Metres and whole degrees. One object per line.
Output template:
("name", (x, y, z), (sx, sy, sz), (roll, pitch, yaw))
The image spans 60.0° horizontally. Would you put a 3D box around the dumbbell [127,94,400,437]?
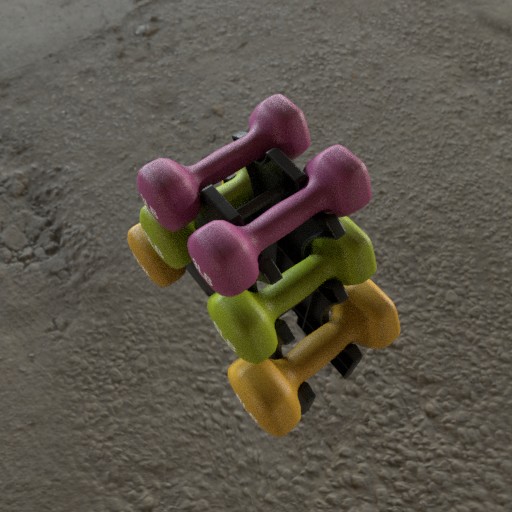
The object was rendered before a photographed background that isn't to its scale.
("dumbbell", (0.000, 0.000, 0.465), (0.190, 0.271, 0.300), (-34, 65, -18))
